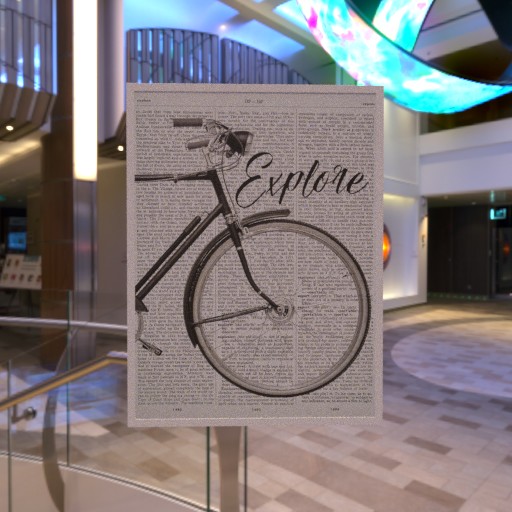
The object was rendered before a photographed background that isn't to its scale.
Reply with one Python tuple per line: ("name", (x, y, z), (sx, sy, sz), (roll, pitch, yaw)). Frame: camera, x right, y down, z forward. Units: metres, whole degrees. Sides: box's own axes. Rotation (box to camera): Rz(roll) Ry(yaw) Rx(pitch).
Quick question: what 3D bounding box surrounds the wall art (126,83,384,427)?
("wall art", (0.000, 0.000, 0.792), (0.457, 0.610, 0.003), (0, 1, -1))
